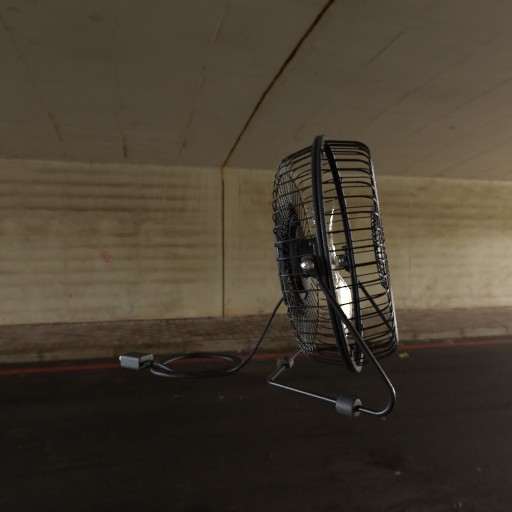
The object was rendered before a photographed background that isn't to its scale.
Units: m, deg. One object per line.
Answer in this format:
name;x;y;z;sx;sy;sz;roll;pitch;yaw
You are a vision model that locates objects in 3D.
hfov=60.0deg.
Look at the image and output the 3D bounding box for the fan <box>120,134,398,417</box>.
fan;0.000;0.000;0.371;0.227;0.188;0.209;0;0;17
